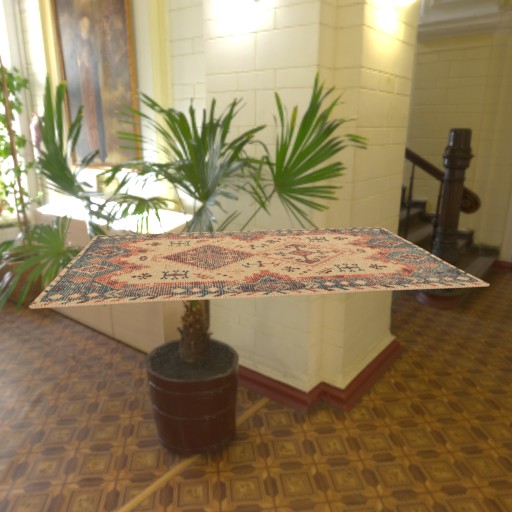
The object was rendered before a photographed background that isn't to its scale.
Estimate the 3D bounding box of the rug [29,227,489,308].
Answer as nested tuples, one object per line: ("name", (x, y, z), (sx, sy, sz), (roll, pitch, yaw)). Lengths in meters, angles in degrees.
("rug", (0.000, 0.000, 3.058), (2.464, 0.023, 1.521), (-2, 16, -7))
